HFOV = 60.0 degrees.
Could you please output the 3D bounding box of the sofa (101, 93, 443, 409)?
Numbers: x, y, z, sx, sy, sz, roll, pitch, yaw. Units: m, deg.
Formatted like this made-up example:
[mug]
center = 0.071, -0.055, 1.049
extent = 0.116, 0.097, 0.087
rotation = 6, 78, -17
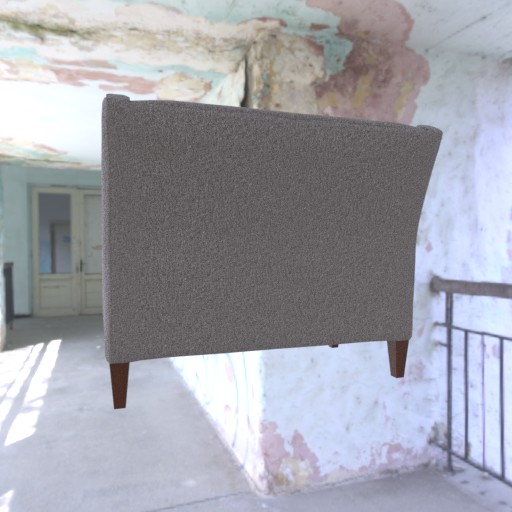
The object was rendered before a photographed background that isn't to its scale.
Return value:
[sofa]
center = 0.000, 0.000, 1.897
extent = 1.242, 1.026, 0.862
rotation = -1, 2, -18
